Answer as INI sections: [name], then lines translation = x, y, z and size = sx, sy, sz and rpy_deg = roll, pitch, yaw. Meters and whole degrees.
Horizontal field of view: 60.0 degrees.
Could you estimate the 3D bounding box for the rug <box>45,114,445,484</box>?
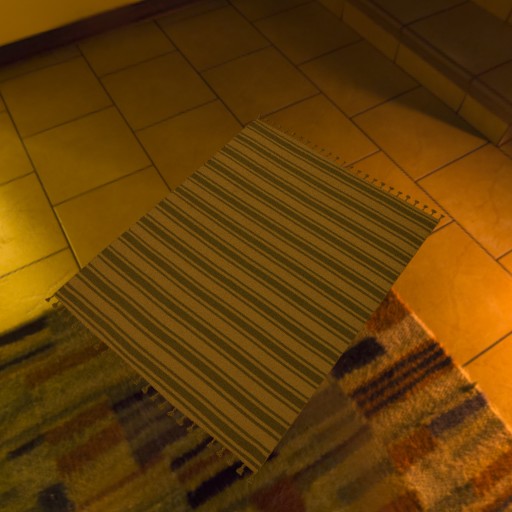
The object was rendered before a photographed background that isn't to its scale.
[rug]
translation = 0.000, 0.000, 4.308
size = 2.439, 0.005, 3.201
rpy_deg = 34, 65, 19
